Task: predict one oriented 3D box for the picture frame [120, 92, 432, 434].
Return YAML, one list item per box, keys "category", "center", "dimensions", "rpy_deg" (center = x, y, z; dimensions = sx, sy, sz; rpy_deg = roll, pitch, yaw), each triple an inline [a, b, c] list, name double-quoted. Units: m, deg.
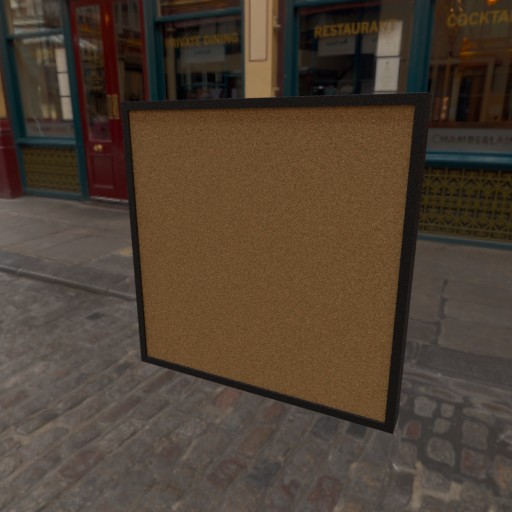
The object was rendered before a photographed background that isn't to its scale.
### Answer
- category: "picture frame"
  center: [0.000, 0.000, 0.474]
  dimensions: [0.317, 0.317, 0.030]
  rpy_deg: [8, 18, 25]
